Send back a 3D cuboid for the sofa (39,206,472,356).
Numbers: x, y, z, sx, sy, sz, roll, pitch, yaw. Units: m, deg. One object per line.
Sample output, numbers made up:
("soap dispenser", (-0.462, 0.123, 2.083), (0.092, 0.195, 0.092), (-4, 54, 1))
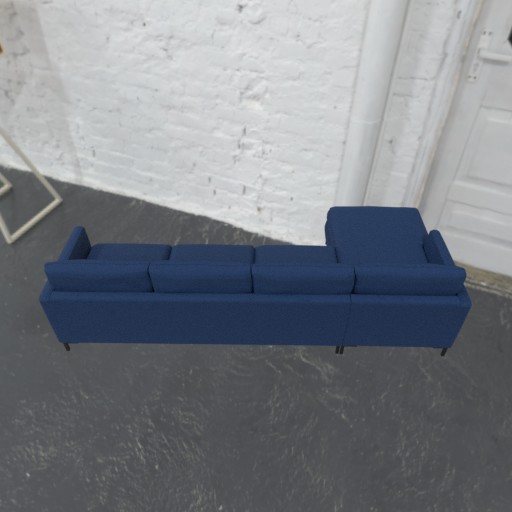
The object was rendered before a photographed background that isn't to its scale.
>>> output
("sofa", (0.000, 0.000, 2.963), (2.450, 0.679, 1.128), (1, 42, 1))
